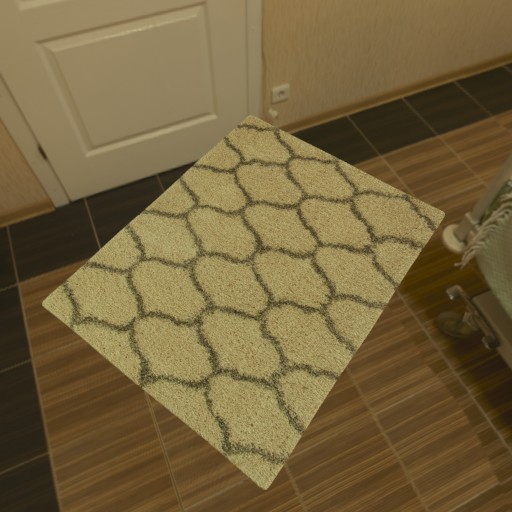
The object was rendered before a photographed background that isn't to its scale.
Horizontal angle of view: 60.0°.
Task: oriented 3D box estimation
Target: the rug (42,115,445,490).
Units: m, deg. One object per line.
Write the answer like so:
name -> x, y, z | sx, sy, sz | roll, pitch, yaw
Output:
rug -> 0.000, 0.000, 4.070 | 2.399, 0.026, 3.000 | 32, 63, 18
